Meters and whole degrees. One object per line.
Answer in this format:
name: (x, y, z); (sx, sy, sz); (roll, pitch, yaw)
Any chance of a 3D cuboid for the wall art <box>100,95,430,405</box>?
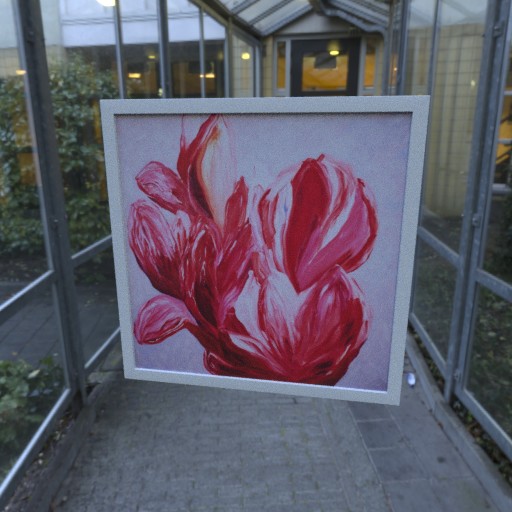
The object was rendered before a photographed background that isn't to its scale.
wall art: (0.000, 0.000, 0.675); (0.455, 0.453, 0.023); (3, 16, 10)
